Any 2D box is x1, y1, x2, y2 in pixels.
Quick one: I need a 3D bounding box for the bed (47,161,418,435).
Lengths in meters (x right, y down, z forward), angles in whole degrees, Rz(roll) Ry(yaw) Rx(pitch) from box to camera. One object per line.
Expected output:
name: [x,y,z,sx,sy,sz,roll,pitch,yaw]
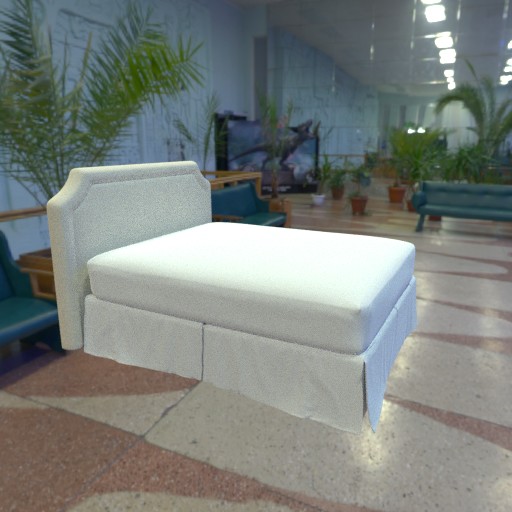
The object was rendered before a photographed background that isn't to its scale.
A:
bed: [0.000,0.000,3.297,2.209,1.296,1.827,8,16,27]
